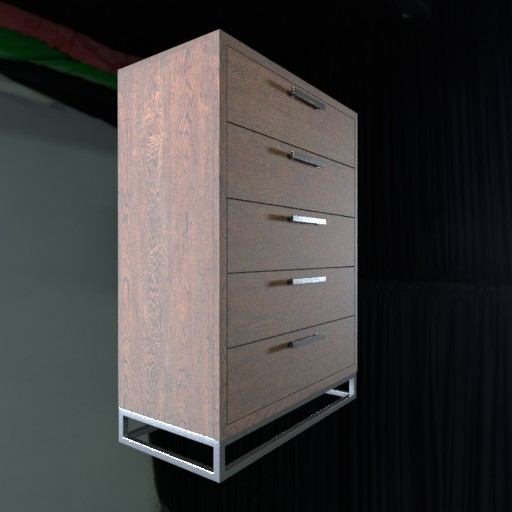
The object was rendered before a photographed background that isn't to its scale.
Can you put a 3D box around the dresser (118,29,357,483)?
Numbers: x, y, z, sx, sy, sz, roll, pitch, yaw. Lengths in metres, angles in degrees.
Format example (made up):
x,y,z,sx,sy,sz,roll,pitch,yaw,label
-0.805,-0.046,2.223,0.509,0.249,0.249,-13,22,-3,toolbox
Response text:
x,y,z,sx,sy,sz,roll,pitch,yaw,label
0.000,0.000,1.810,0.508,1.321,0.965,0,0,37,dresser
